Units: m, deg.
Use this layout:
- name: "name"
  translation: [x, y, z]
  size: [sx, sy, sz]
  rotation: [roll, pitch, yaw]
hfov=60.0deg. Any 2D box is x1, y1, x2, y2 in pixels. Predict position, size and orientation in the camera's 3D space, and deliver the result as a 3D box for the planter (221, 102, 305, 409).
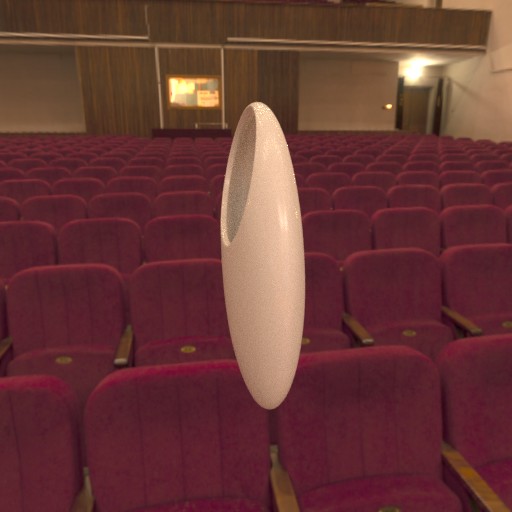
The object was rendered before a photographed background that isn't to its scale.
- name: "planter"
  translation: [0.000, 0.000, 0.286]
  size: [0.043, 0.188, 0.185]
  rotation: [-2, 15, -9]
